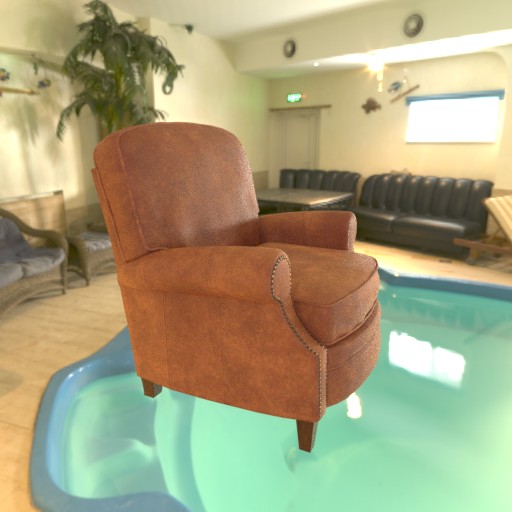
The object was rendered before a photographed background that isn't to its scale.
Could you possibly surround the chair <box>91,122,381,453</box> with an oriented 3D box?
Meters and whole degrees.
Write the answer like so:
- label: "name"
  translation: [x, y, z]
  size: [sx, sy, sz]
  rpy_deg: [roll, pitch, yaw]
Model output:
- label: "chair"
  translation: [0.000, 0.000, 1.741]
  size: [0.986, 1.018, 0.936]
  rpy_deg: [7, 17, 26]
